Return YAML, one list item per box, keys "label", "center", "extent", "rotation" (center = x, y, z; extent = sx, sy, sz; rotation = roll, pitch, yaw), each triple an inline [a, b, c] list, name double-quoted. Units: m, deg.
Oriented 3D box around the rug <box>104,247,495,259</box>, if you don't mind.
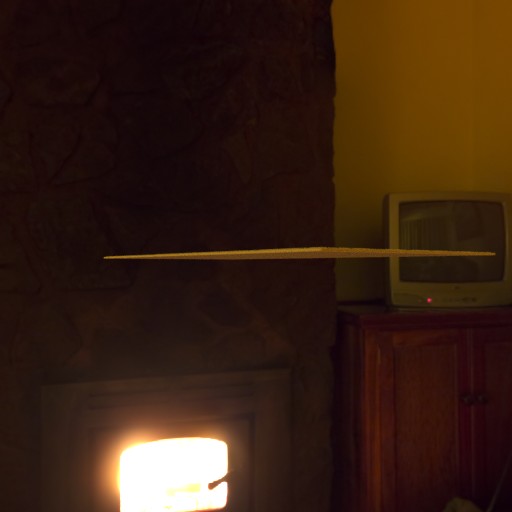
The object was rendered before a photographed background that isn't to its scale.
- label: "rug"
  center: [0.000, 0.000, 1.427]
  extent: [0.605, 0.007, 1.220]
  rotation: [1, -1, -36]
